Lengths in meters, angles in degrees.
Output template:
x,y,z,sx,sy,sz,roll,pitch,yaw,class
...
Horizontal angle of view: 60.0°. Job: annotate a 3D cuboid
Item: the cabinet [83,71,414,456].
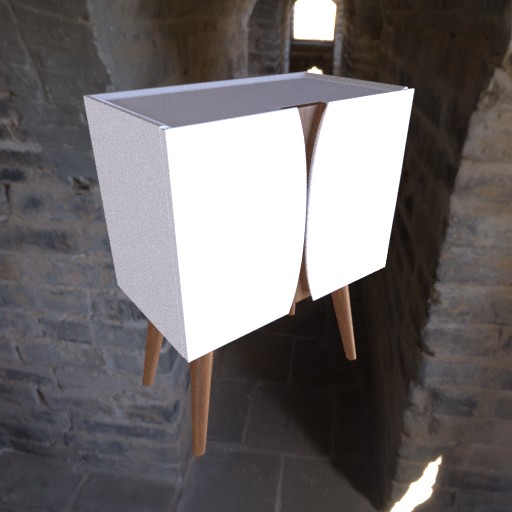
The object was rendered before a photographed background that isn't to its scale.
x,y,z,sx,sy,sz,roll,pitch,yaw,class
0.000,0.000,1.095,0.591,0.772,0.344,-21,35,-32,cabinet
